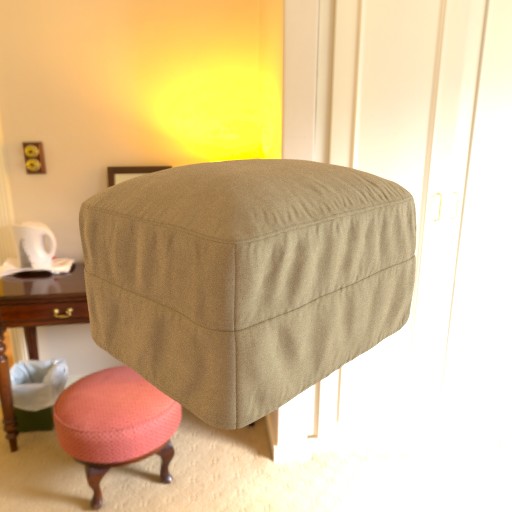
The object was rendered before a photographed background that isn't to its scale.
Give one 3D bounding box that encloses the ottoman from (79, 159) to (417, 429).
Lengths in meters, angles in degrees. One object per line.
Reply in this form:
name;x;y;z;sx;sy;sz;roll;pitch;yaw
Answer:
ottoman;0.000;0.000;1.124;0.584;0.480;0.712;14;20;43
